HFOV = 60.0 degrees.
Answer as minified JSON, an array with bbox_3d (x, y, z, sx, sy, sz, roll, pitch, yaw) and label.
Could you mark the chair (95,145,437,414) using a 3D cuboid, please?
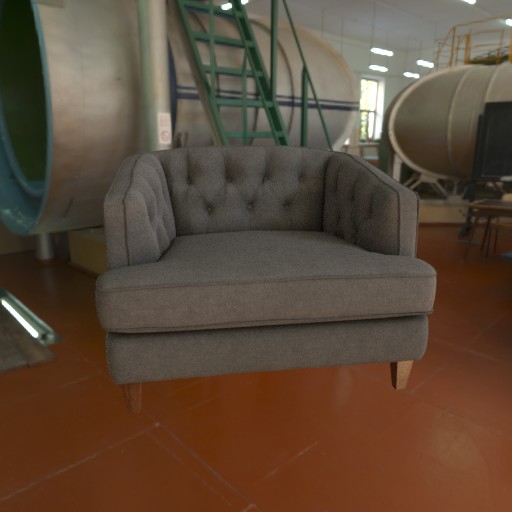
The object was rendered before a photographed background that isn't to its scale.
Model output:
[{"bbox_3d":[0.000,0.000,1.787,1.104,0.852,0.941,-2,15,-8],"label":"chair"}]
